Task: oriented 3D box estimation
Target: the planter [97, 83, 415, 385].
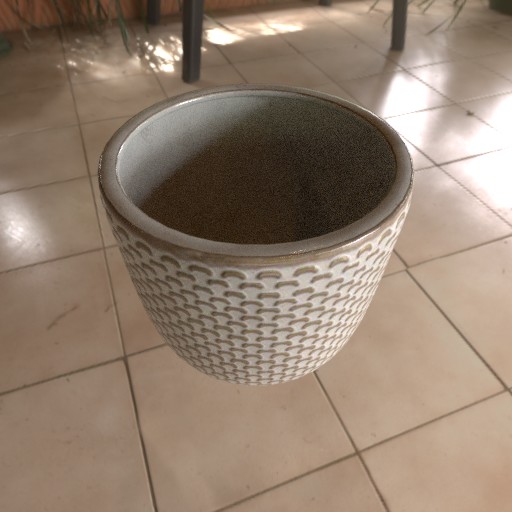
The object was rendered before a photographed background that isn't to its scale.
[{"bbox_3d":[0.000,0.000,0.346,0.197,0.191,0.197,0,45,0],"label":"planter"}]
